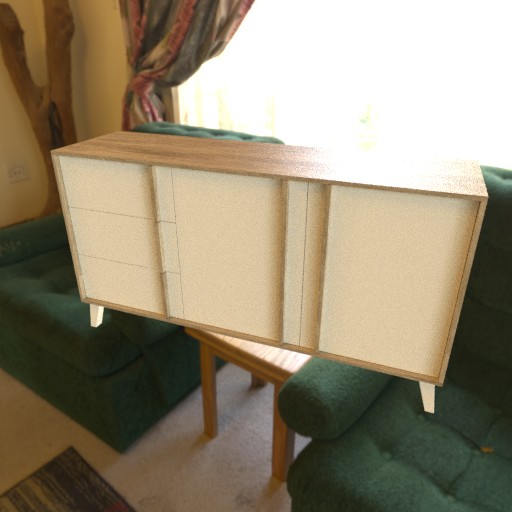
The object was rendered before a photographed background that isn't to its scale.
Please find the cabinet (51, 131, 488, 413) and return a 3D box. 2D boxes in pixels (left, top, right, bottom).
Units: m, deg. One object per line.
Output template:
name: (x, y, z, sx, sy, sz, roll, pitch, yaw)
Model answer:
cabinet: (0.000, 0.000, 1.910, 1.600, 0.870, 0.450, 10, 28, 19)
